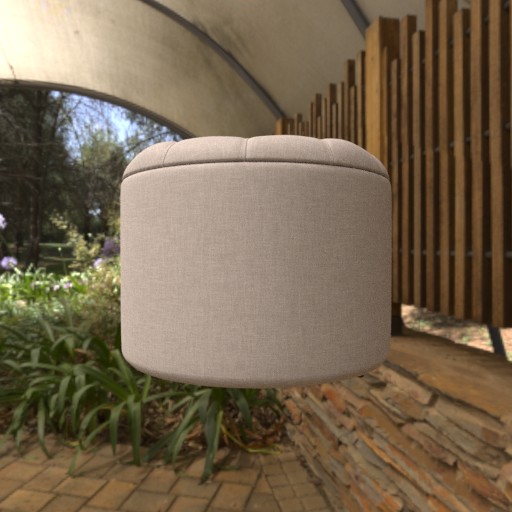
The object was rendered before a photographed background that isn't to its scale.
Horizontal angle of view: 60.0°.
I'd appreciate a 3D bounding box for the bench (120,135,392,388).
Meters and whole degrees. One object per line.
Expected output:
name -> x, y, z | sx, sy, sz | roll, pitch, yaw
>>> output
bench -> 0.000, 0.000, 1.026 | 0.600, 0.453, 0.600 | 0, 0, 0
